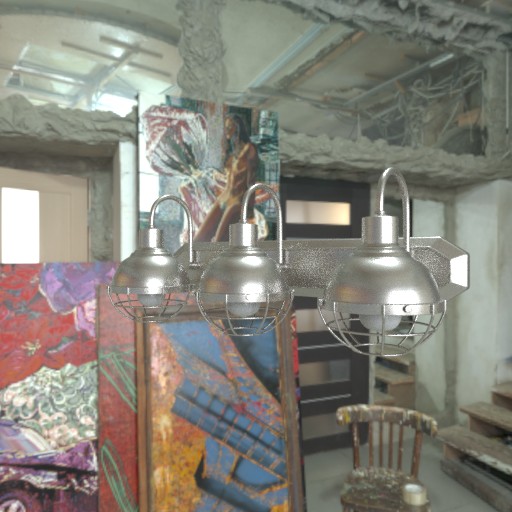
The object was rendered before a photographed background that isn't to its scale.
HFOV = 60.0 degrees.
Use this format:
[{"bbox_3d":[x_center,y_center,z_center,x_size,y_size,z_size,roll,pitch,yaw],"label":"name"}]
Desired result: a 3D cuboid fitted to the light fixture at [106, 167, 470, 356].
[{"bbox_3d":[0.000,0.000,0.766,0.634,0.254,0.229,0,0,37],"label":"light fixture"}]
